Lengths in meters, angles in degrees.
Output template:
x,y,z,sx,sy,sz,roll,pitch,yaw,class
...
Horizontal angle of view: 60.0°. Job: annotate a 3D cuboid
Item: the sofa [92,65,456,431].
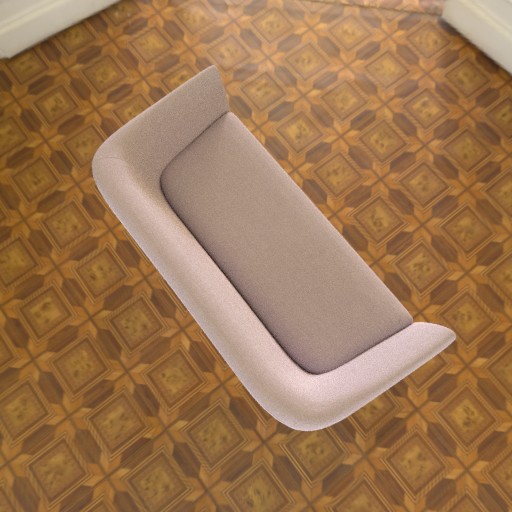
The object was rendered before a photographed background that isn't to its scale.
x,y,z,sx,sy,sz,roll,pitch,yaw,class
0.000,0.000,1.874,0.705,0.721,1.452,-37,78,-9,sofa
